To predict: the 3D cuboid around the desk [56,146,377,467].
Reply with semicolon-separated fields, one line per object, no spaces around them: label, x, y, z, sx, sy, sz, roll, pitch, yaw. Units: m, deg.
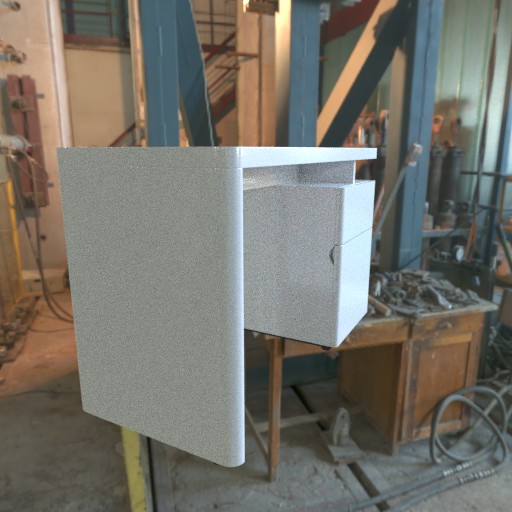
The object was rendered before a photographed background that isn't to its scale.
desk;0.000;0.000;1.603;0.550;0.760;1.200;7;15;28
